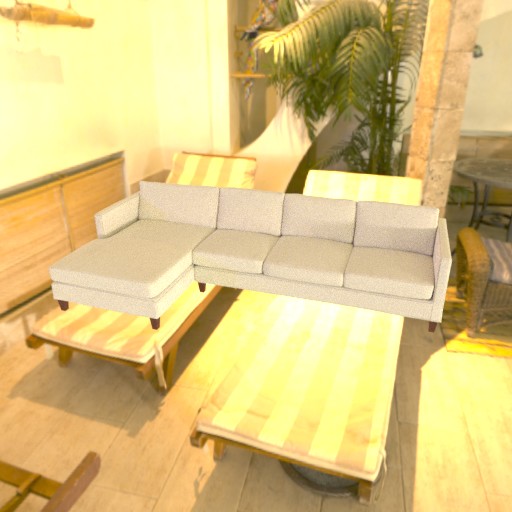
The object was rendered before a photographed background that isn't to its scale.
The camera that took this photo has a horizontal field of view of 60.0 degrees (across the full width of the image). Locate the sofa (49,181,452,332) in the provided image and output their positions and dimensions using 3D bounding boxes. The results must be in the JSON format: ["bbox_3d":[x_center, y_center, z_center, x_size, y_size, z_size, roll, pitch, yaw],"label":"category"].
[{"bbox_3d":[0.000,0.000,3.955,3.186,0.846,1.625,8,26,17],"label":"sofa"}]
